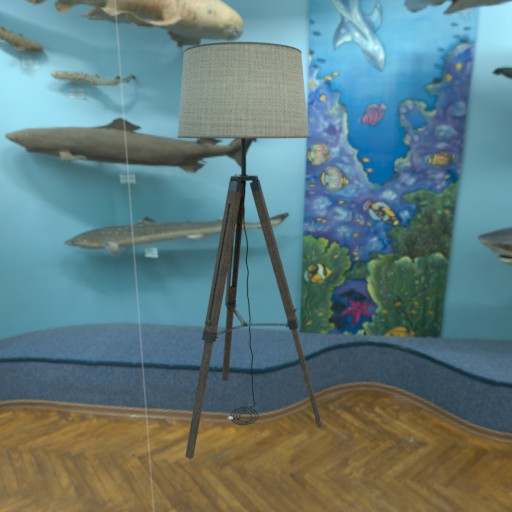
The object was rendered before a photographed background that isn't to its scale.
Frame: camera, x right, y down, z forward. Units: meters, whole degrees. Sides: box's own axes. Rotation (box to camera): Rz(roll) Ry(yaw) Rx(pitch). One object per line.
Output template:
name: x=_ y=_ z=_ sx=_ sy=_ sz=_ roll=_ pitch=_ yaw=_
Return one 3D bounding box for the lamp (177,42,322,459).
lamp: x=0.000 y=0.000 z=1.792 sx=0.587 sy=1.510 sz=0.604 roll=2 pitch=16 yaw=9
